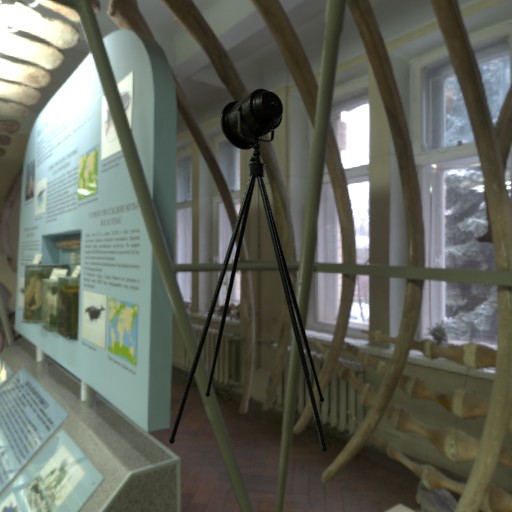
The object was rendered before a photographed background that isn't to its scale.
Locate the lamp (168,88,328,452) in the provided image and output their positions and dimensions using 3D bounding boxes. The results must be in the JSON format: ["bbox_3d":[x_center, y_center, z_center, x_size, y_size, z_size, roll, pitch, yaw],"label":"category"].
[{"bbox_3d":[0.000,0.000,2.042,0.879,1.504,0.884,0,-1,-37],"label":"lamp"}]
